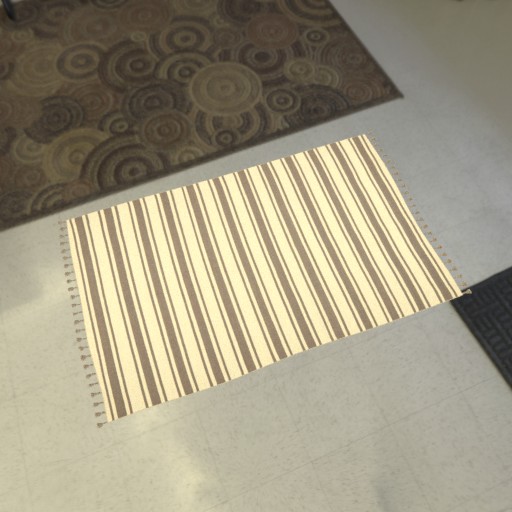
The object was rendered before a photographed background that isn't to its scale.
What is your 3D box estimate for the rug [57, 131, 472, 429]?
[{"bbox_3d":[0.000,0.000,2.532,2.096,0.011,1.229,-18,65,-9],"label":"rug"}]
